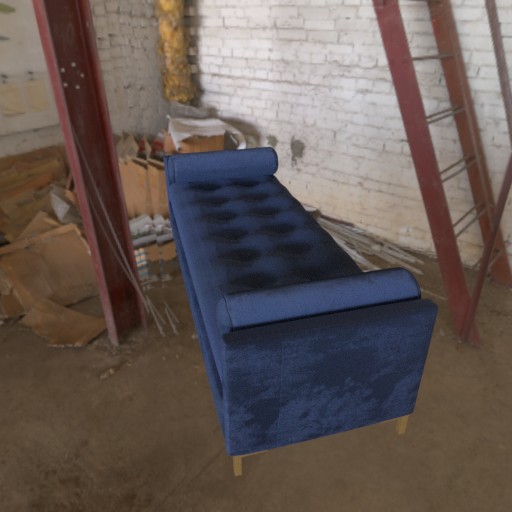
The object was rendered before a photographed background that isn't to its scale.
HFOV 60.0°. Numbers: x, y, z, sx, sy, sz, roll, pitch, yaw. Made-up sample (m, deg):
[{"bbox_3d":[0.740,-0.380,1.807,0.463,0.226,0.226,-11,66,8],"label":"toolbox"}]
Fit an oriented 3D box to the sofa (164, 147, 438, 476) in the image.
[{"bbox_3d":[0.000,0.000,2.466,0.796,0.705,2.102,-8,30,-13],"label":"sofa"}]
